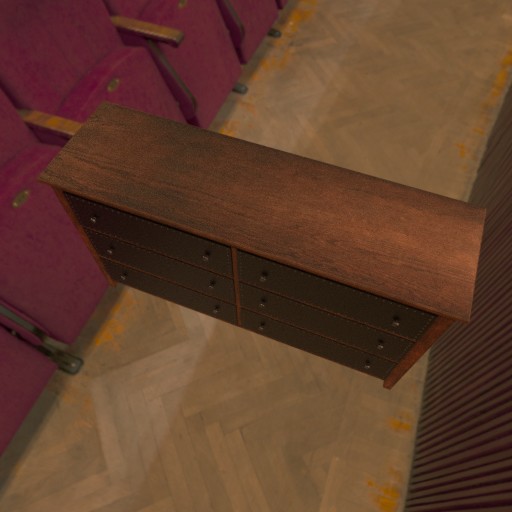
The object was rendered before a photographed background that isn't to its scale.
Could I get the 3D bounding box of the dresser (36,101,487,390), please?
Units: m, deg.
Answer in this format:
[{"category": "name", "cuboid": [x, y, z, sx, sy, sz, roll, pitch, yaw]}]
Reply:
[{"category": "dresser", "cuboid": [0.000, 0.000, 1.943, 1.551, 0.856, 0.463, 18, 60, 11]}]
